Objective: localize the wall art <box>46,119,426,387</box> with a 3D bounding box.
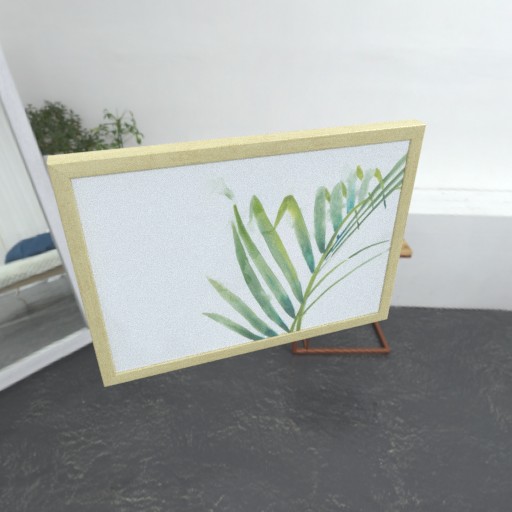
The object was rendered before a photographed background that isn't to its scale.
[{"bbox_3d":[0.000,0.000,0.709,0.533,0.381,0.032,-10,33,-16],"label":"wall art"}]
